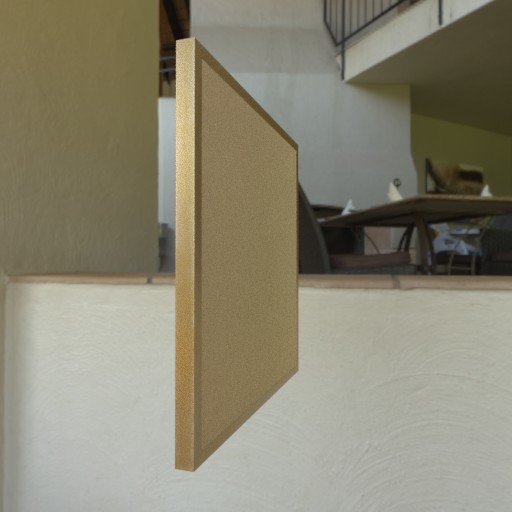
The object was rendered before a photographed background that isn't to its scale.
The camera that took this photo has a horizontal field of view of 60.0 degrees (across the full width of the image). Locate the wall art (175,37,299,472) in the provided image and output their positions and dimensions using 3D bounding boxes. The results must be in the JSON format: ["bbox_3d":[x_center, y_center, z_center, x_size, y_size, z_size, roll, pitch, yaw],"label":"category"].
[{"bbox_3d":[0.000,0.000,1.139,0.037,0.760,0.762,0,-1,19],"label":"wall art"}]
